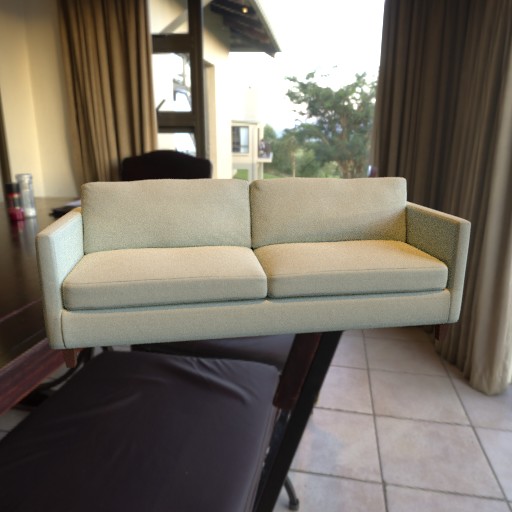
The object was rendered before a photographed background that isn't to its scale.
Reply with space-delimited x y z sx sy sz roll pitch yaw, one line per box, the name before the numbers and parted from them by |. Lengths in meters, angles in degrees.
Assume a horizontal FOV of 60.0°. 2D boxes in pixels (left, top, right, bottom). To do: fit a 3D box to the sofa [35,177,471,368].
sofa | 0.000 0.000 2.902 2.434 0.965 0.948 -2 16 -8
